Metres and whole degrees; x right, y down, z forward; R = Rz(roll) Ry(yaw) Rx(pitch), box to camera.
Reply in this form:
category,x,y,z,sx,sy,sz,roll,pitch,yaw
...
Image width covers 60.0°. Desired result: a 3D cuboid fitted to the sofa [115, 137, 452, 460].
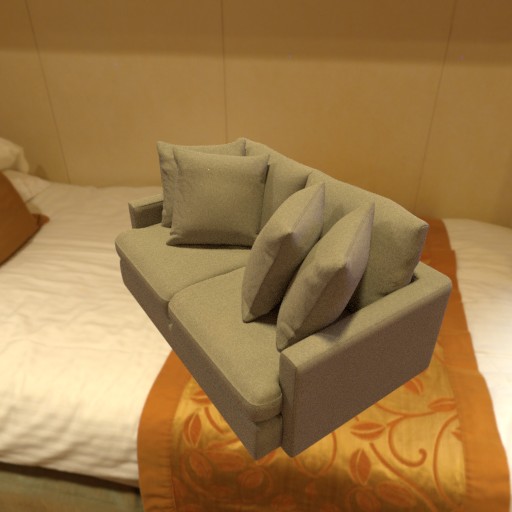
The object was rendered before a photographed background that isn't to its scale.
category,x,y,z,sx,sy,sz,roll,pitch,yaw
sofa,0.000,0.000,2.682,1.228,1.080,1.869,-20,38,-29
